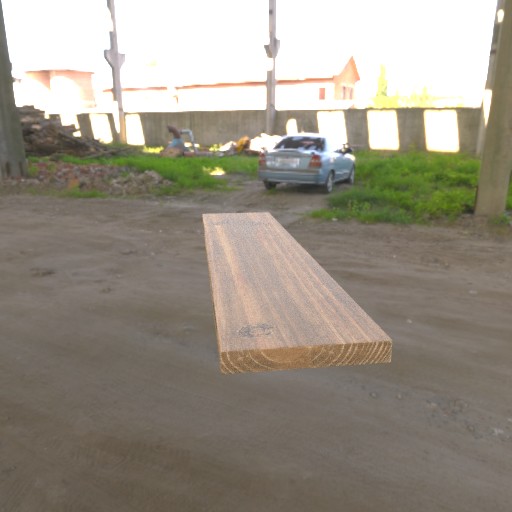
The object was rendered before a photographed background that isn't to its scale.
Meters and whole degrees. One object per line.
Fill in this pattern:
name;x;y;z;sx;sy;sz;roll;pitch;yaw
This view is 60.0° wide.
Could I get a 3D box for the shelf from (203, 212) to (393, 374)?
shelf;0.000;0.000;0.644;0.140;0.020;0.610;-2;16;-8
